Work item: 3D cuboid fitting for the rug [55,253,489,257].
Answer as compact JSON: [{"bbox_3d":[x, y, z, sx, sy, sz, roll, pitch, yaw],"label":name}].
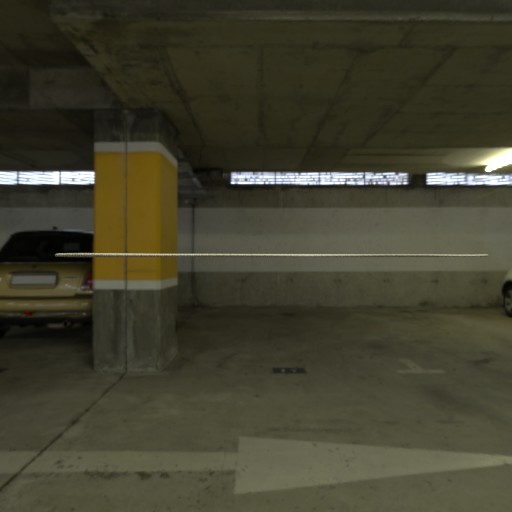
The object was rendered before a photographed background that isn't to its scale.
[{"bbox_3d":[0.000,0.000,4.372,3.381,0.026,2.436,0,0,-18],"label":"rug"}]
